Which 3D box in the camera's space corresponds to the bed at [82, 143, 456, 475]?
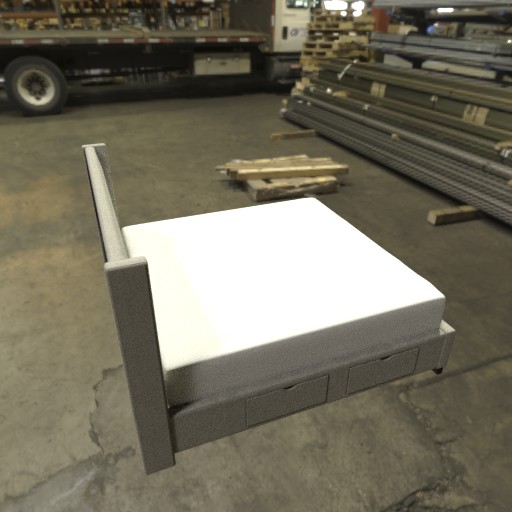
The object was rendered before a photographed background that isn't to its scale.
[{"bbox_3d":[0.000,0.000,3.539,2.280,1.470,2.140,-11,31,-19],"label":"bed"}]
